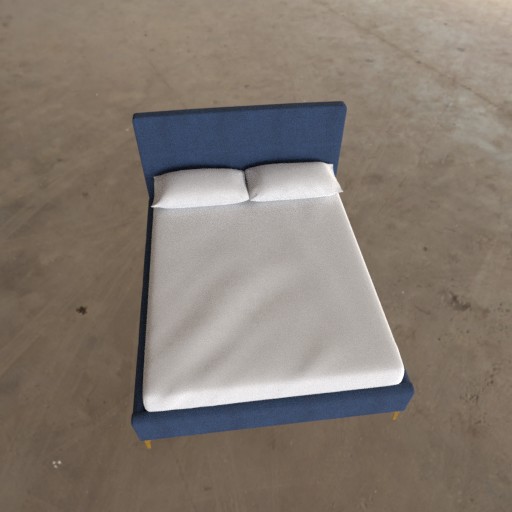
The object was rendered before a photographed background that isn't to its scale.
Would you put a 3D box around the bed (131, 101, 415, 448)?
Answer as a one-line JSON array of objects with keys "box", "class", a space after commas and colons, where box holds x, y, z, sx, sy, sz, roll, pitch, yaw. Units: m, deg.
[{"box": [0.000, 0.000, 3.243, 1.723, 1.231, 2.172, -5, 47, -4], "class": "bed"}]
